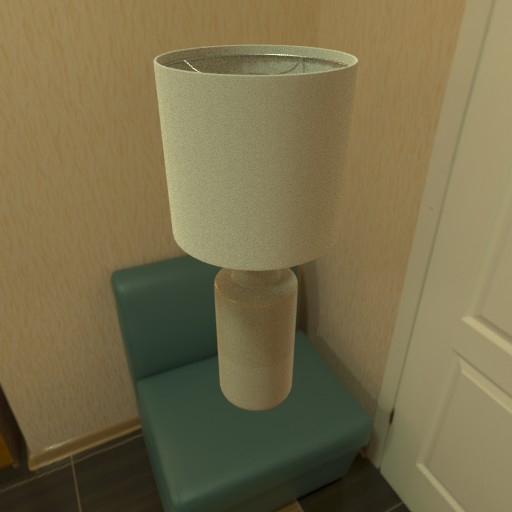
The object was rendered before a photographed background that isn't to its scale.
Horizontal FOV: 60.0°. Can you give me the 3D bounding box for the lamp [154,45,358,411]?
[{"bbox_3d":[0.000,0.000,0.597,0.212,0.493,0.212,20,37,28],"label":"lamp"}]
